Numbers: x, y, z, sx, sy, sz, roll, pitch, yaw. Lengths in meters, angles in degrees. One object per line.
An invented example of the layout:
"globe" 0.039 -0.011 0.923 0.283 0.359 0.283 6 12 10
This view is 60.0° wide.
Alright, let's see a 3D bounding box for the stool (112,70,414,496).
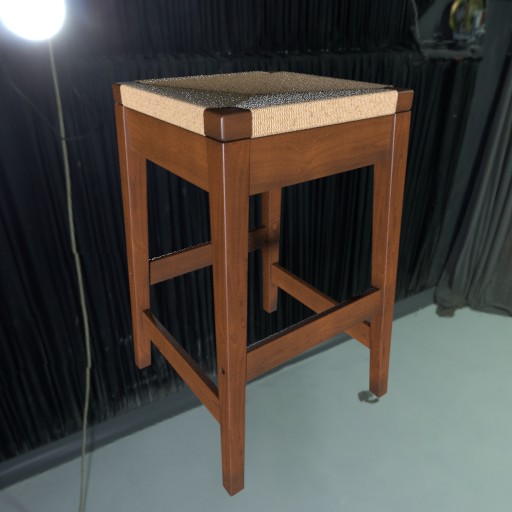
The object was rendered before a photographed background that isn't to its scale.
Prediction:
"stool" 0.000 0.000 1.051 0.497 0.762 0.507 -19 34 -31
